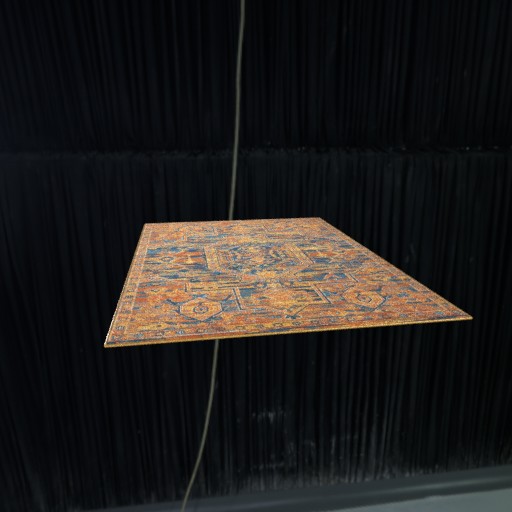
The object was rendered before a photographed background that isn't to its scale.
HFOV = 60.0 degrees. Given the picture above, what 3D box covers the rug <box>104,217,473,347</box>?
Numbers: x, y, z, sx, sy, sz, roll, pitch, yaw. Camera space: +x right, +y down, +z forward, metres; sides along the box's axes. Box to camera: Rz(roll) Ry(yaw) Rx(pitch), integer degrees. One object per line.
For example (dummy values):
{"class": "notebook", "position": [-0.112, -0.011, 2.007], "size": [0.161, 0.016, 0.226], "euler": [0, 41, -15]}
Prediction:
{"class": "rug", "position": [0.000, 0.000, 3.764], "size": [2.043, 0.019, 2.916], "euler": [-3, 17, -9]}
